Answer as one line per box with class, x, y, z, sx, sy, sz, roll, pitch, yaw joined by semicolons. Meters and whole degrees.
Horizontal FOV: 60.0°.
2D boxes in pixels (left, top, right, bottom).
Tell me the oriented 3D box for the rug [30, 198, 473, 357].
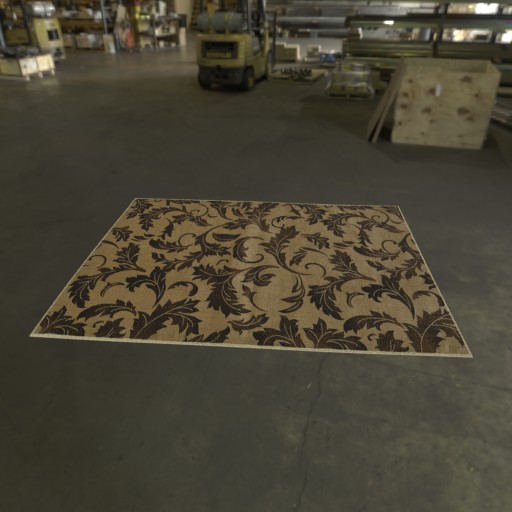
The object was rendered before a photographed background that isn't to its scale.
rug;0.000;0.000;3.960;2.977;0.008;2.380;2;31;3
